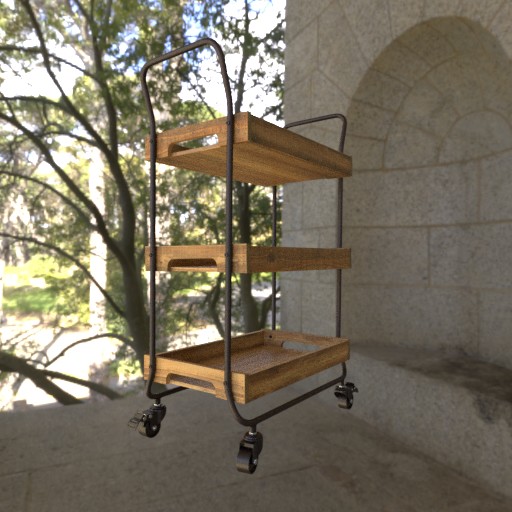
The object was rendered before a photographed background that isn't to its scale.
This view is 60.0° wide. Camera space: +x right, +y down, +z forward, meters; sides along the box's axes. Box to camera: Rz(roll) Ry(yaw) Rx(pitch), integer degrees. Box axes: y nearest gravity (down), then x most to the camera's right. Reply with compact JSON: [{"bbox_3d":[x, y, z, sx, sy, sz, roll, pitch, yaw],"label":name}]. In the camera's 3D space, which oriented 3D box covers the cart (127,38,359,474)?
[{"bbox_3d":[0.000,0.000,1.153,0.339,0.857,0.583,0,0,37],"label":"cart"}]
